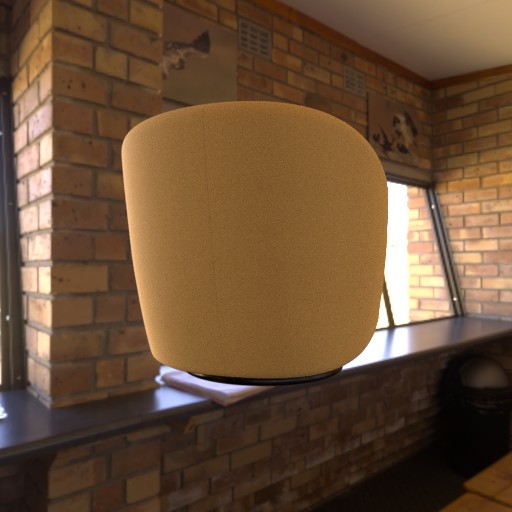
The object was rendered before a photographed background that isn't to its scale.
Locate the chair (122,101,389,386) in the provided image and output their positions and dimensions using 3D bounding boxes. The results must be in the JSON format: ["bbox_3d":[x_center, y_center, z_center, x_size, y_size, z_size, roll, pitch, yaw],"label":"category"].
[{"bbox_3d":[0.000,0.000,1.359,0.773,0.698,0.767,0,-1,18],"label":"chair"}]
